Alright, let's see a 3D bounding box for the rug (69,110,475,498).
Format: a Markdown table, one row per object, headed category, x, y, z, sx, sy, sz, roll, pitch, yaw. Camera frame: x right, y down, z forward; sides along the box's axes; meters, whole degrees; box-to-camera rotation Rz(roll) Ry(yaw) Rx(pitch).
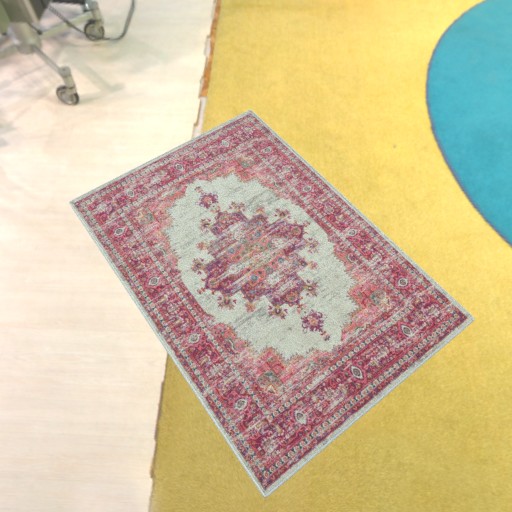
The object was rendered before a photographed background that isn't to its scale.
| category | x | y | z | sx | sy | sz | roll | pitch | yaw |
| --- | --- | --- | --- | --- | --- | --- | --- | --- | --- |
| rug | 0.000 | 0.000 | 2.822 | 1.555 | 0.011 | 2.232 | -32 | 64 | -18 |
